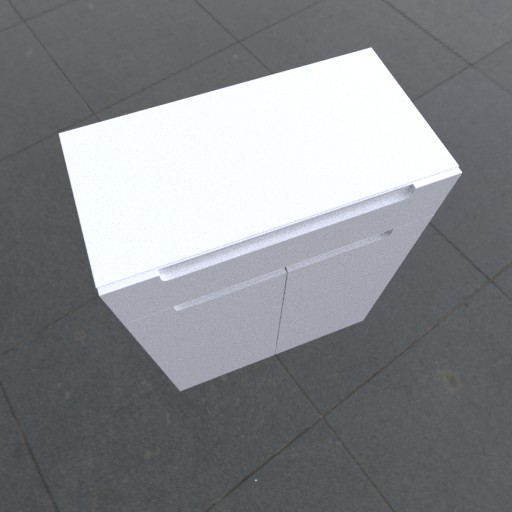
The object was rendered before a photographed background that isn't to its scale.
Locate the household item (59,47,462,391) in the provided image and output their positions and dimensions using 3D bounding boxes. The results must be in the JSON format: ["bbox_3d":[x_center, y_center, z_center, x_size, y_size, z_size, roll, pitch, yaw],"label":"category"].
[{"bbox_3d":[0.000,0.000,1.423,0.790,1.010,0.420,-19,65,-9],"label":"household item"}]
